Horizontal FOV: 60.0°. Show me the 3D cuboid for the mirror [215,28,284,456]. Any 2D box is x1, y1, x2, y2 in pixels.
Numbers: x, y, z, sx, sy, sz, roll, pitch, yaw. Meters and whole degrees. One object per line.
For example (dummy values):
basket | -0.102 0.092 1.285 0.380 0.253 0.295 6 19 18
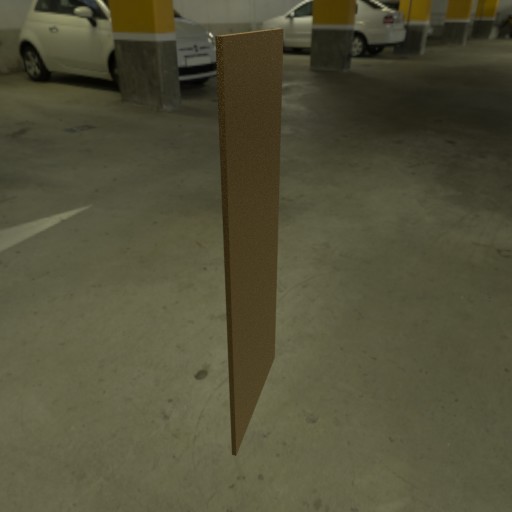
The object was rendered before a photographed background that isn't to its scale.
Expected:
mirror | 0.000 0.000 2.247 0.025 2.031 0.812 8 30 15
